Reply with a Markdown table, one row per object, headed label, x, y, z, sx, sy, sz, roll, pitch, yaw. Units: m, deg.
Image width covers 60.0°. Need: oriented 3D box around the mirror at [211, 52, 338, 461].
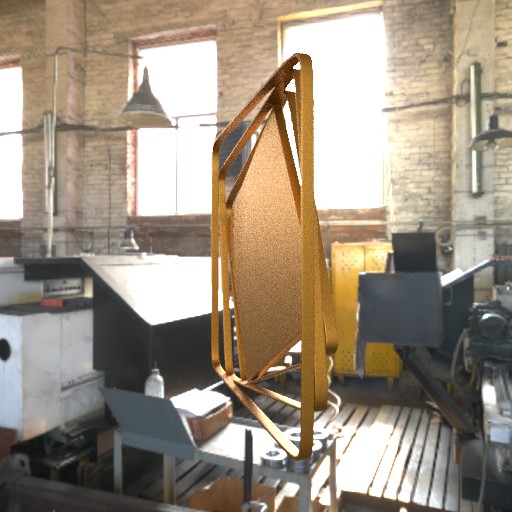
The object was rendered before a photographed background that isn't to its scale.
| label | x | y | z | sx | sy | sz | roll | pitch | yaw |
| --- | --- | --- | --- | --- | --- | --- | --- | --- | --- |
| mirror | 0.000 | 0.000 | 0.704 | 0.045 | 0.468 | 0.470 | 0 | 0 | -18 |
